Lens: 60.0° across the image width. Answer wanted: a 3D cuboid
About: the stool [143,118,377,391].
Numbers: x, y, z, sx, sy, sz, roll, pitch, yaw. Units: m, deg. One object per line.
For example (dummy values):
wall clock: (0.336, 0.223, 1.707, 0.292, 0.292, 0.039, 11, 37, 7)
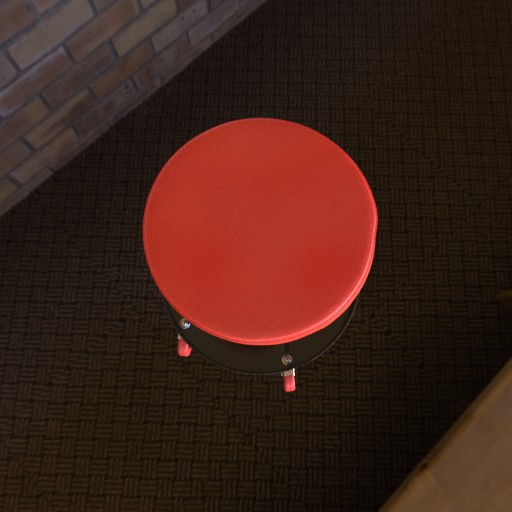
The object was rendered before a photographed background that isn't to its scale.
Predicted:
stool: (0.000, 0.000, 0.683, 0.382, 0.365, 0.381, 14, 77, 3)
